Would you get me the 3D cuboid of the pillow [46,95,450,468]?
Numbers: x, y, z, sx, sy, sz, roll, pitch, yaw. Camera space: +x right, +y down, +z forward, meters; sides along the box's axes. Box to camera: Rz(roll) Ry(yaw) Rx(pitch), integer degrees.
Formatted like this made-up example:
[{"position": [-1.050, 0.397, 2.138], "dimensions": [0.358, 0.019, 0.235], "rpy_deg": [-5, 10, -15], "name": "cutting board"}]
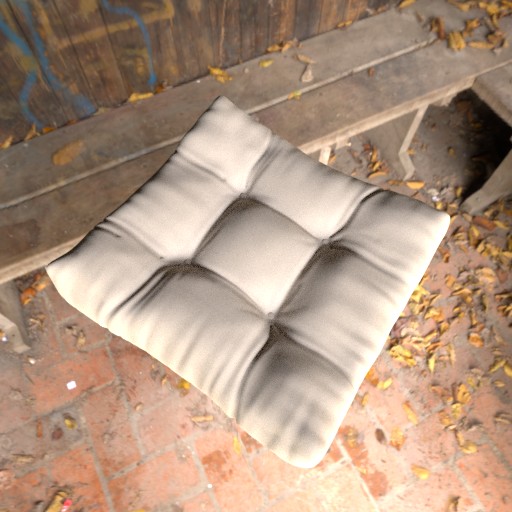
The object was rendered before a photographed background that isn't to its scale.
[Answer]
[{"position": [0.000, 0.000, 0.734], "dimensions": [0.490, 0.128, 0.468], "rpy_deg": [31, 67, 15], "name": "pillow"}]
